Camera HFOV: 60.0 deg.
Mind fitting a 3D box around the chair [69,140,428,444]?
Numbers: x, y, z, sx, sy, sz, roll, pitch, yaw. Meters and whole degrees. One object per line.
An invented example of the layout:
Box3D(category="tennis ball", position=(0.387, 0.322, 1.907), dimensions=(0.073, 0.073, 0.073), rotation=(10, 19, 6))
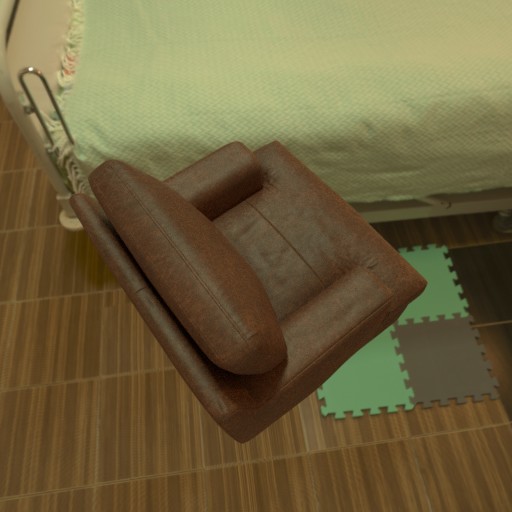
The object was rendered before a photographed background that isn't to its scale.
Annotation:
Box3D(category="chair", position=(0.000, 0.000, 2.016), dimensions=(1.143, 0.939, 1.168), rotation=(-33, 64, -18))
